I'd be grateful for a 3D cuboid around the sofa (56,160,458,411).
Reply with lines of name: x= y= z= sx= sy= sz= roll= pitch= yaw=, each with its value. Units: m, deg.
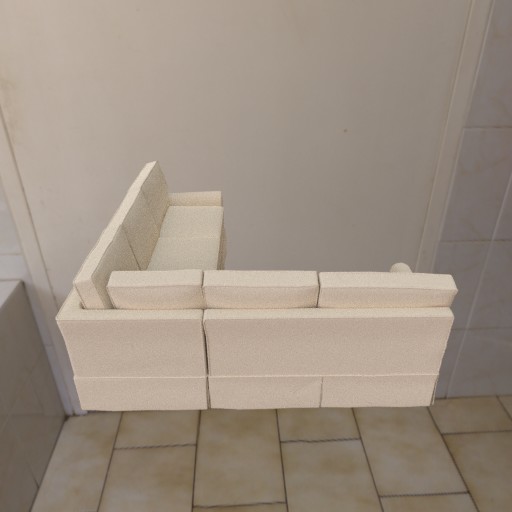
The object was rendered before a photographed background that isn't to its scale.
sofa: x=0.000 y=0.000 z=4.062 sx=2.591 sy=1.070 sz=2.597 roll=0 pitch=30 yaw=-1
